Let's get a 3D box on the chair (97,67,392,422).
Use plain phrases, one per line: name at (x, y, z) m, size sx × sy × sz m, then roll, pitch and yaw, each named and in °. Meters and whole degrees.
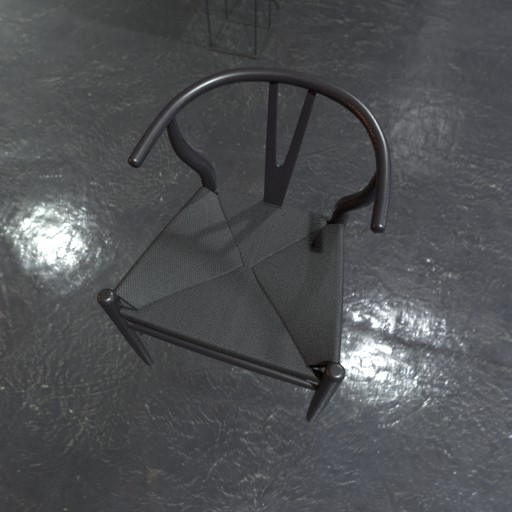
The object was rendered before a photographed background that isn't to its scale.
chair at (0.000, 0.000, 1.171) m, size 0.569 × 0.730 × 0.579 m, roll 16°, pitch 61°, yaw 9°
